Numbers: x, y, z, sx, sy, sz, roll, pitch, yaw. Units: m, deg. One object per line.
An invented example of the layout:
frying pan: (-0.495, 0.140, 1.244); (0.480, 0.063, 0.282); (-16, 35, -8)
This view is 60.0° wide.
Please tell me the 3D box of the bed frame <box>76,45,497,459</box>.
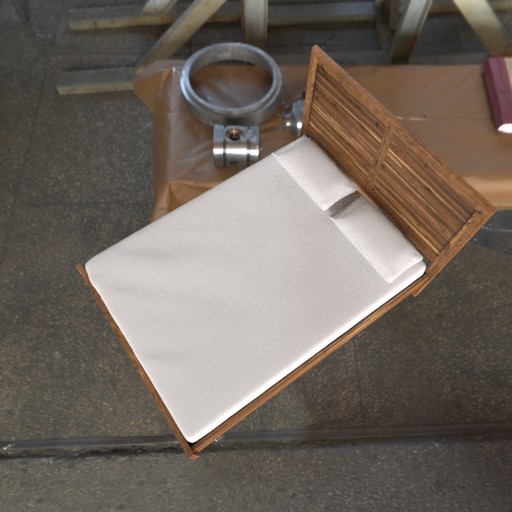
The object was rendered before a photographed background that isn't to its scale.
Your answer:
bed frame: (0.000, 0.000, 3.252); (2.276, 1.417, 1.696); (-33, 69, -14)
